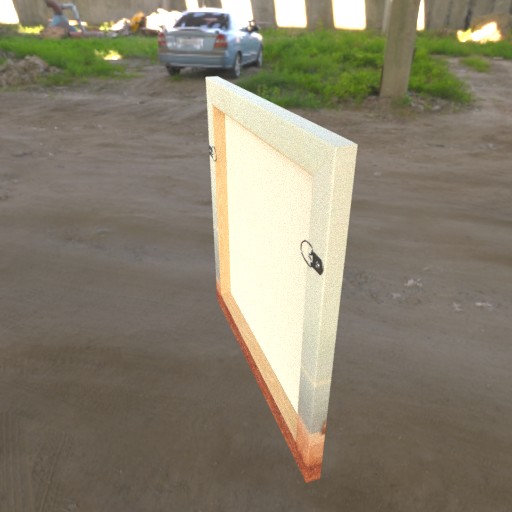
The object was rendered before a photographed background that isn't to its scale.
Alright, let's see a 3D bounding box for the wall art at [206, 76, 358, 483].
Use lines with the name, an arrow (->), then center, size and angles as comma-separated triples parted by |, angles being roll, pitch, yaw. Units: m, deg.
wall art -> 0.000, 0.000, 0.600 | 0.023, 0.405, 0.405 | -10, 31, -17
